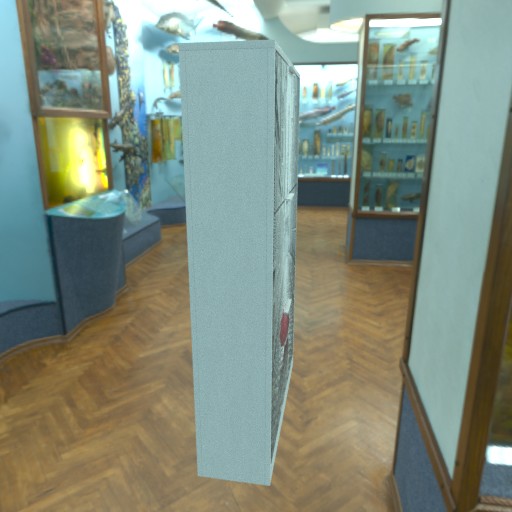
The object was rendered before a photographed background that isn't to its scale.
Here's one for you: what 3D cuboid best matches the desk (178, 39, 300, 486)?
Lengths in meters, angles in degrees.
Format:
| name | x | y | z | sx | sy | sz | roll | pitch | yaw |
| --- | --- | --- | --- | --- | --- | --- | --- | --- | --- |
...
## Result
| name | x | y | z | sx | sy | sz | roll | pitch | yaw |
| --- | --- | --- | --- | --- | --- | --- | --- | --- | --- |
| desk | 0.000 | 0.000 | 1.587 | 0.250 | 1.280 | 0.750 | 3 | 17 | 10 |
